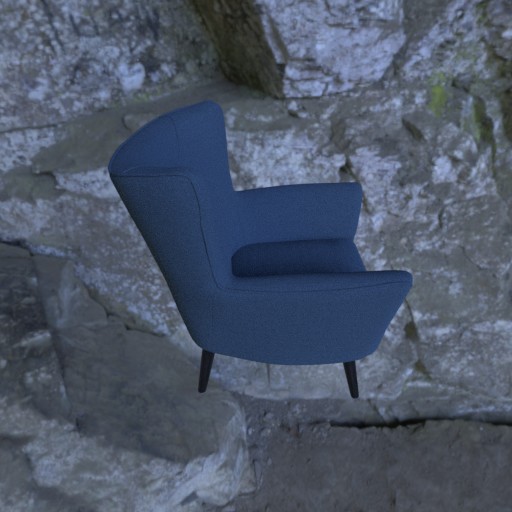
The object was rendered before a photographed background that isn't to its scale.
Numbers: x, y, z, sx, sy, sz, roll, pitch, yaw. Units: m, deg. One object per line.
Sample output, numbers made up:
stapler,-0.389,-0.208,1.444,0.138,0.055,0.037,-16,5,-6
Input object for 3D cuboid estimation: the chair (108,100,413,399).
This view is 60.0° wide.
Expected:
chair,0.000,0.000,1.607,0.888,0.933,0.781,0,31,-1
